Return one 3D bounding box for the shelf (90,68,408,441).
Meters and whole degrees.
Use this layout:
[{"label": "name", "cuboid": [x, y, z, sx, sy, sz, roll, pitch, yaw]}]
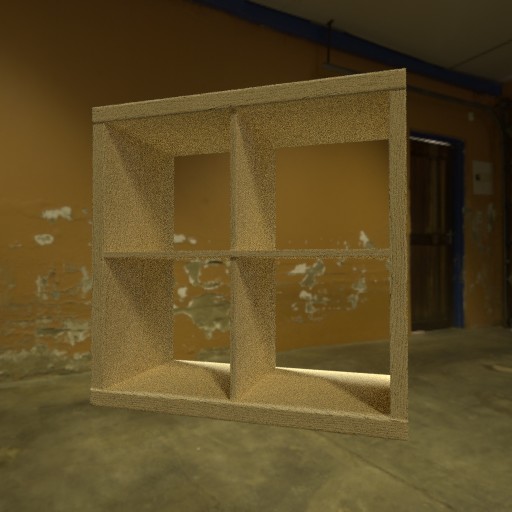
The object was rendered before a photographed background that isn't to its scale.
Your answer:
[{"label": "shelf", "cuboid": [0.000, 0.000, 1.238, 0.790, 0.786, 0.390, 0, -1, 17]}]
